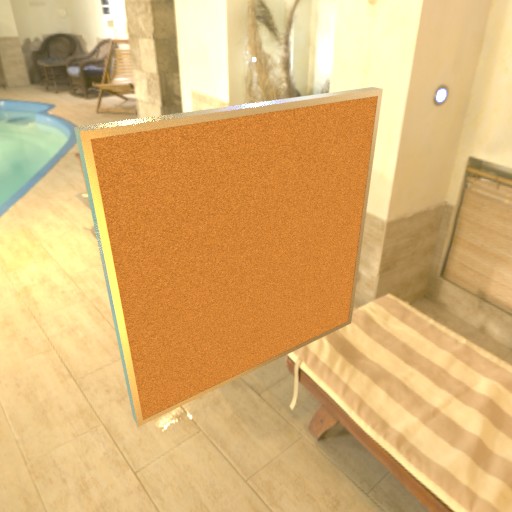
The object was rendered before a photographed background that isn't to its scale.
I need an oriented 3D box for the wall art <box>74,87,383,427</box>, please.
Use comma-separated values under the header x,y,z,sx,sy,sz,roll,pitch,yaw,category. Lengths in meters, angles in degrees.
x,y,z,sx,sy,sz,roll,pitch,yaw,category
0.000,0.000,1.224,0.806,0.806,0.038,-19,35,-29,wall art
